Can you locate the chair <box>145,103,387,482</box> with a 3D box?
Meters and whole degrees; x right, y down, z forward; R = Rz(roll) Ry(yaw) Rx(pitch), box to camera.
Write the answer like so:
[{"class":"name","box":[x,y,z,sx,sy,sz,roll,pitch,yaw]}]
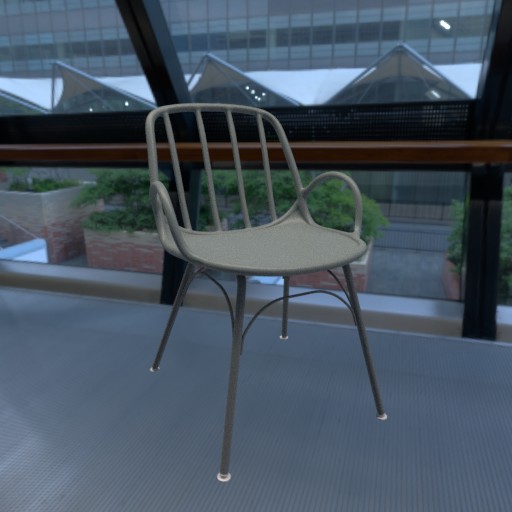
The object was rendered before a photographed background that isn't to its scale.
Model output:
[{"class":"chair","box":[0.000,0.000,1.213,0.549,0.816,0.597,-8,18,-27]}]
